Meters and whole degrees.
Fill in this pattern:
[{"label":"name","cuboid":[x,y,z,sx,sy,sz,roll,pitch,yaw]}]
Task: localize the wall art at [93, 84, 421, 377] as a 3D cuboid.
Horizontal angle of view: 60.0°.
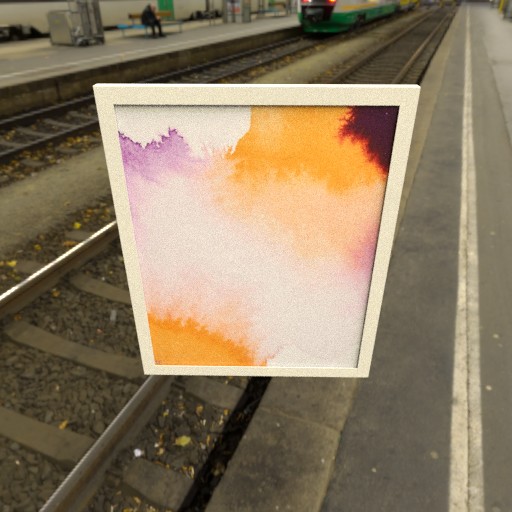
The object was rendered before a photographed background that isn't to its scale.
[{"label":"wall art","cuboid":[0.000,0.000,1.113,0.661,0.811,0.026,1,31,1]}]
